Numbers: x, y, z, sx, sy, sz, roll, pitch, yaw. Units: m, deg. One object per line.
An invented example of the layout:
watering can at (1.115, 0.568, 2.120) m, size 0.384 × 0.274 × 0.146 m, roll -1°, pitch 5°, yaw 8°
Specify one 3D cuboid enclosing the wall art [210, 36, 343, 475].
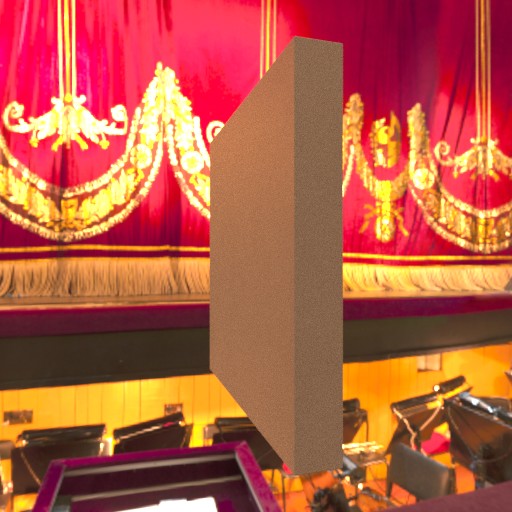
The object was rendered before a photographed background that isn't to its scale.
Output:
wall art at (0.000, 0.000, 0.458) m, size 0.038 × 0.305 × 0.305 m, roll 0°, pitch 0°, yaw -17°
